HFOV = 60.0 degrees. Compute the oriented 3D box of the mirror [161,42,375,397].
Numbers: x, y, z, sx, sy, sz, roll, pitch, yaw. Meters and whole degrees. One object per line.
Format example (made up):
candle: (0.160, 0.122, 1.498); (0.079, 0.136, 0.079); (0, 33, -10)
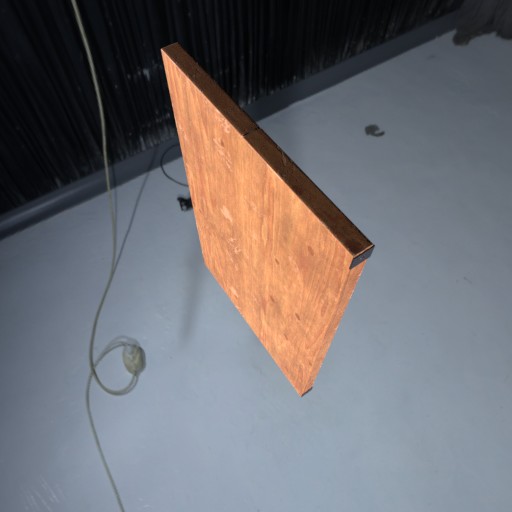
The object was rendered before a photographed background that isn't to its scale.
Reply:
mirror: (0.000, 0.000, 1.002); (0.053, 0.761, 0.517); (-31, 64, -17)
